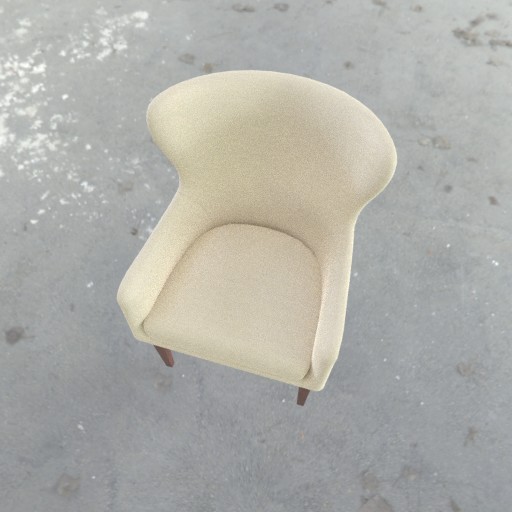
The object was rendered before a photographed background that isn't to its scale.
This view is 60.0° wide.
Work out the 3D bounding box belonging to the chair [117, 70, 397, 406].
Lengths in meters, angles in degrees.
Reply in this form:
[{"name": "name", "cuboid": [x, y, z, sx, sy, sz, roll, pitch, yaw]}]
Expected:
[{"name": "chair", "cuboid": [0.000, 0.000, 1.537, 0.696, 0.990, 0.744, 14, 60, 8]}]
